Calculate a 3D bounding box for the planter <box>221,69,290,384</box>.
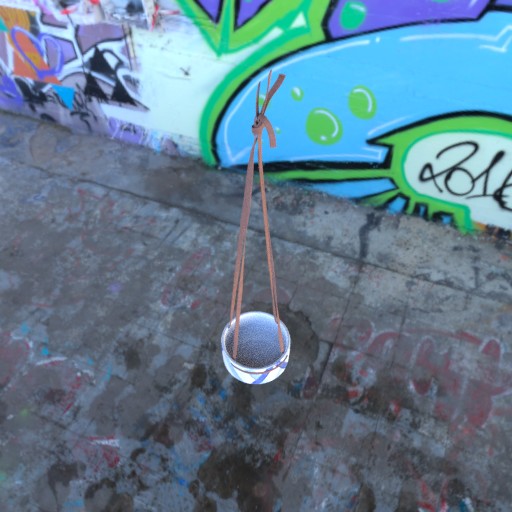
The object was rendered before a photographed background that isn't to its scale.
[{"bbox_3d":[0.000,0.000,0.830,0.166,0.751,0.166,17,49,15],"label":"planter"}]
